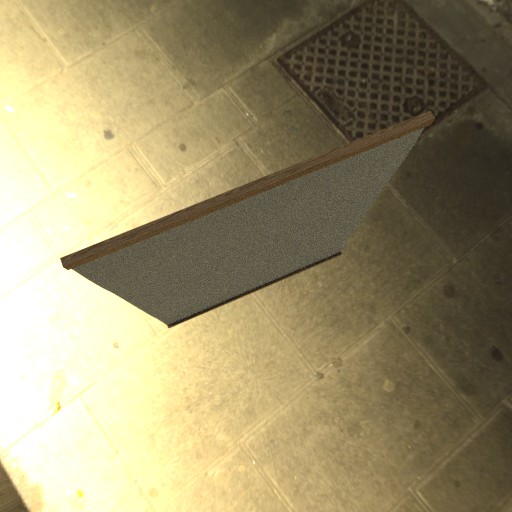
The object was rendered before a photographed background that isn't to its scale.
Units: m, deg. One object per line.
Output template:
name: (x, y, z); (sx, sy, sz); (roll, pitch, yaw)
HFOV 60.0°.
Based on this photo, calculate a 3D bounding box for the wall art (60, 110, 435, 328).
wall art: (0.000, 0.000, 0.795); (0.458, 0.605, 0.011); (-23, 76, -6)
